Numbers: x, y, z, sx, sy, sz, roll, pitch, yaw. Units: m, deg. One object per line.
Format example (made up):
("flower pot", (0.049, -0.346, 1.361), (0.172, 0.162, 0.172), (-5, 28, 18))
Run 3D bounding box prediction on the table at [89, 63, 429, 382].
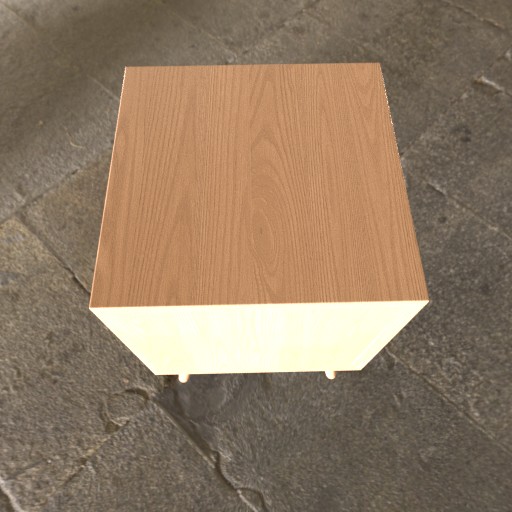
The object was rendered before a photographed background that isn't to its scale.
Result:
("table", (0.000, 0.000, 0.854), (0.400, 0.550, 0.400), (-1, 64, -1))
